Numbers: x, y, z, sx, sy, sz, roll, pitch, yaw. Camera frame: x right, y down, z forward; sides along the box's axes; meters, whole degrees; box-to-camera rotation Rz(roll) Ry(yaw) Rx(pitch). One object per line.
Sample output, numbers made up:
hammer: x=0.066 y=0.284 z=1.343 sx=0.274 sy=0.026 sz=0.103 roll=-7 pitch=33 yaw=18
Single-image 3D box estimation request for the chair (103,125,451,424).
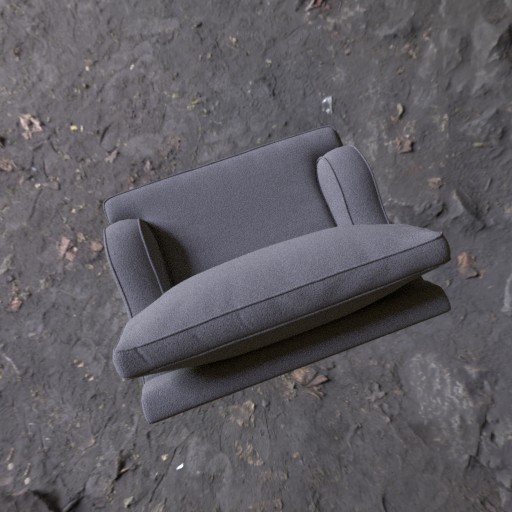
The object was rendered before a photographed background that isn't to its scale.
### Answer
chair: x=0.000 y=0.000 z=2.007 sx=1.220 sy=1.016 sz=1.040 roll=-19 pitch=76 yaw=-5
